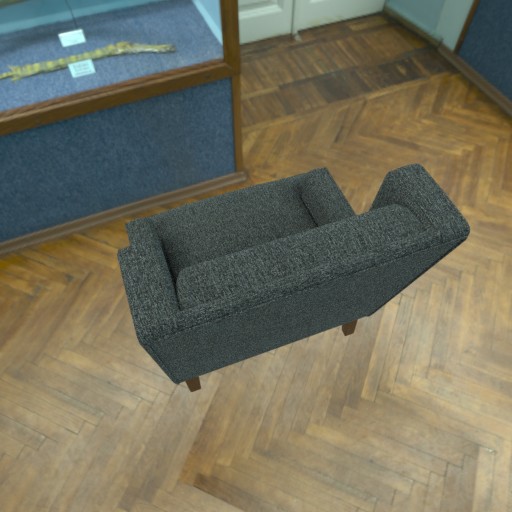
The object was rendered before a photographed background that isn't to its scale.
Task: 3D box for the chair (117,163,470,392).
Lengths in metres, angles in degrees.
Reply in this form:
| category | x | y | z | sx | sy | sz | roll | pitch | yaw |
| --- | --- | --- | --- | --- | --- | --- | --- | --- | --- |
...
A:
| category | x | y | z | sx | sy | sz | roll | pitch | yaw |
| --- | --- | --- | --- | --- | --- | --- | --- | --- | --- |
| chair | 0.000 | 0.000 | 1.798 | 0.942 | 1.082 | 0.927 | -17 | 58 | -11 |
